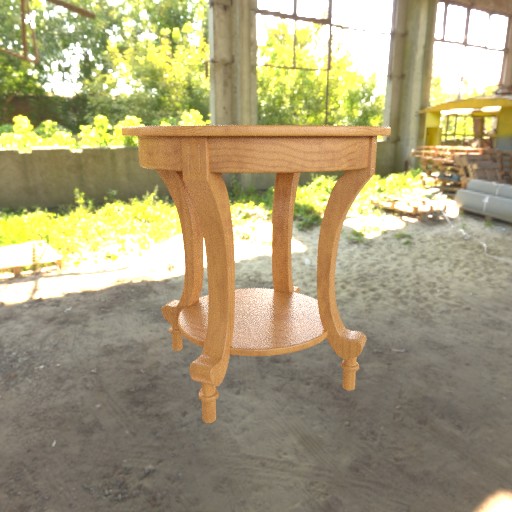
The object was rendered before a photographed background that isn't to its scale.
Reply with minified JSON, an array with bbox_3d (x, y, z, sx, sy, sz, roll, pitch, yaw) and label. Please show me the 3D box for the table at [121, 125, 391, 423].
[{"bbox_3d":[0.000,0.000,1.102,0.597,0.612,0.597,0,15,0],"label":"table"}]
